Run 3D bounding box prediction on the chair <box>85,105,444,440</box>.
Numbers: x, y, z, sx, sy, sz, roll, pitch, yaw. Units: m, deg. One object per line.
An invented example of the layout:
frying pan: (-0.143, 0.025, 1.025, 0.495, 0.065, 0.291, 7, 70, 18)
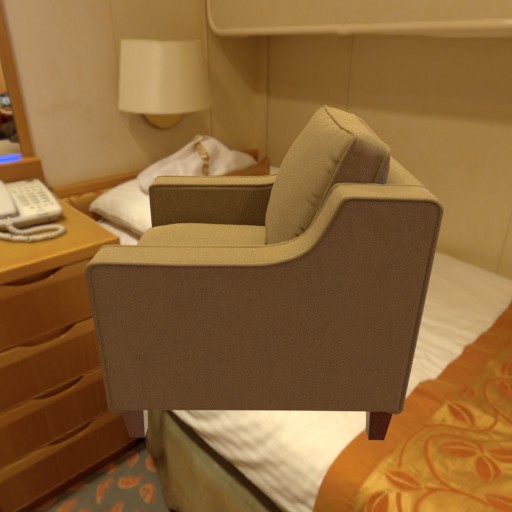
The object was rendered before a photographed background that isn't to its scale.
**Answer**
chair: (0.000, 0.000, 1.571, 0.909, 0.960, 0.831, 0, 26, 1)
